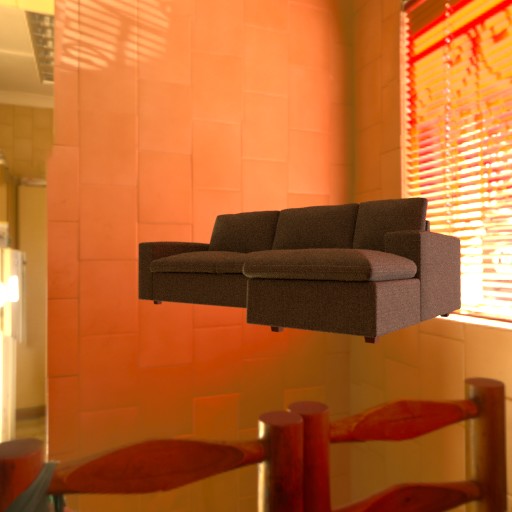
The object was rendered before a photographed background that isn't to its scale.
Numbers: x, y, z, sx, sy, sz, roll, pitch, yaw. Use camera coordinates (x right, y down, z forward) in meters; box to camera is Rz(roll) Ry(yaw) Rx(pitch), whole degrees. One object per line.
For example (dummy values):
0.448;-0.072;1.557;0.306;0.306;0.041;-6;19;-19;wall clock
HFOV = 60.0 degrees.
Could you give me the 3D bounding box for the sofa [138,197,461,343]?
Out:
0.000;0.000;3.604;2.718;0.940;1.689;-1;-1;38;sofa
